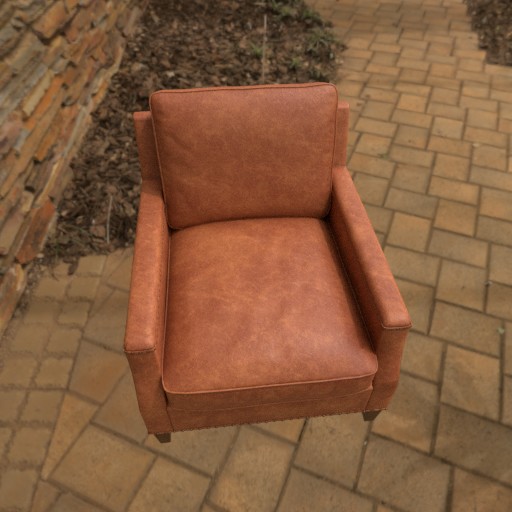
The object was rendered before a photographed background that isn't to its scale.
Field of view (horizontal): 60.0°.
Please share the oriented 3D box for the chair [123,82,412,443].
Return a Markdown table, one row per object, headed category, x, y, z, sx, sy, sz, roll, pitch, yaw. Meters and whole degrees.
| category | x | y | z | sx | sy | sz | roll | pitch | yaw |
| --- | --- | --- | --- | --- | --- | --- | --- | --- | --- |
| chair | 0.000 | 0.000 | 1.629 | 0.853 | 0.943 | 1.014 | -4 | 46 | -4 |
